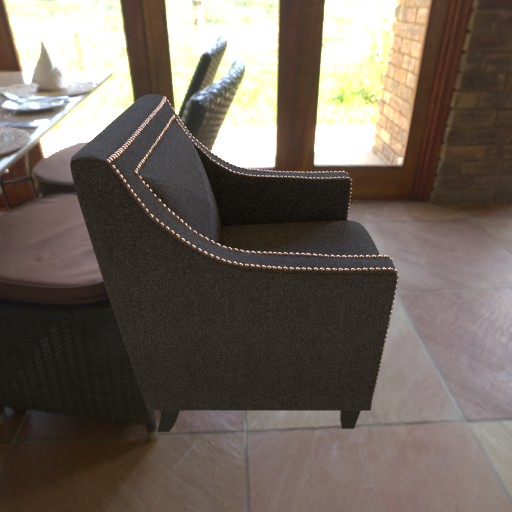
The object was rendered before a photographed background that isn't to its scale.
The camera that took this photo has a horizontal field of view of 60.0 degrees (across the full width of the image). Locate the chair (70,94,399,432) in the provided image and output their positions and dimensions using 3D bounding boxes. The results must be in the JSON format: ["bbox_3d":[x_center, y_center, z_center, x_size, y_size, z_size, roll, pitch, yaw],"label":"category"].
[{"bbox_3d":[0.000,0.000,1.578,0.884,0.967,0.776,0,31,0],"label":"chair"}]
